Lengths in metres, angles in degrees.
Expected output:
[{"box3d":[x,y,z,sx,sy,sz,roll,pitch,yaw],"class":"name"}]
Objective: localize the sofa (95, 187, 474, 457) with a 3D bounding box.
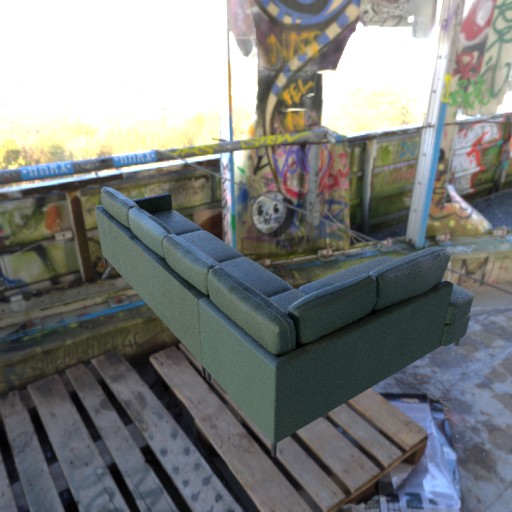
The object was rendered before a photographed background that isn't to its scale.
[{"box3d":[0.000,0.000,4.341,2.048,0.996,3.384,-17,31,-31],"class":"sofa"}]
